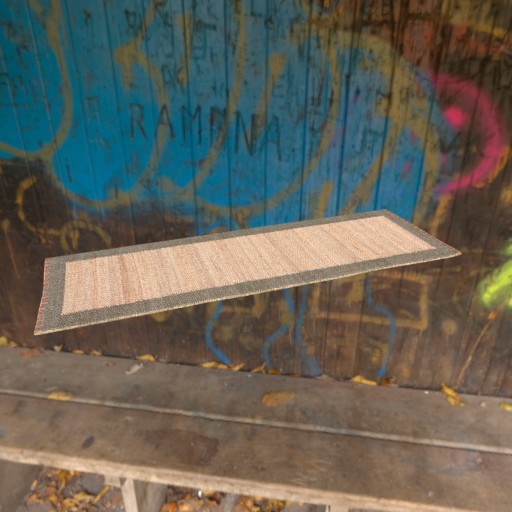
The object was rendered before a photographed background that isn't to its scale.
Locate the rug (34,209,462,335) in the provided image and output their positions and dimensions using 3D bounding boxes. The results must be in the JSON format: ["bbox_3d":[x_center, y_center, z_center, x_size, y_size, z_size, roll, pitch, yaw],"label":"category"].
[{"bbox_3d":[0.000,0.000,2.697,2.413,0.016,0.810,-9,28,-17],"label":"rug"}]
